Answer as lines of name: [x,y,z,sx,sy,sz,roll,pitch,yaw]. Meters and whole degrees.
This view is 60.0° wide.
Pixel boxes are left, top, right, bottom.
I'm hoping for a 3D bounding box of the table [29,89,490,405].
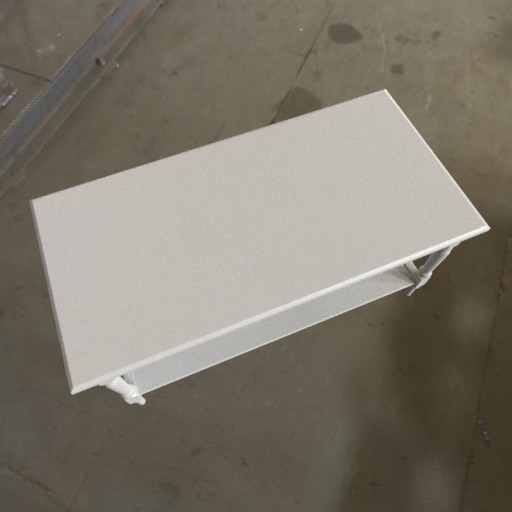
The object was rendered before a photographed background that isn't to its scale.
table: [0.000,0.000,1.407,1.109,0.506,0.551,-20,65,-10]
